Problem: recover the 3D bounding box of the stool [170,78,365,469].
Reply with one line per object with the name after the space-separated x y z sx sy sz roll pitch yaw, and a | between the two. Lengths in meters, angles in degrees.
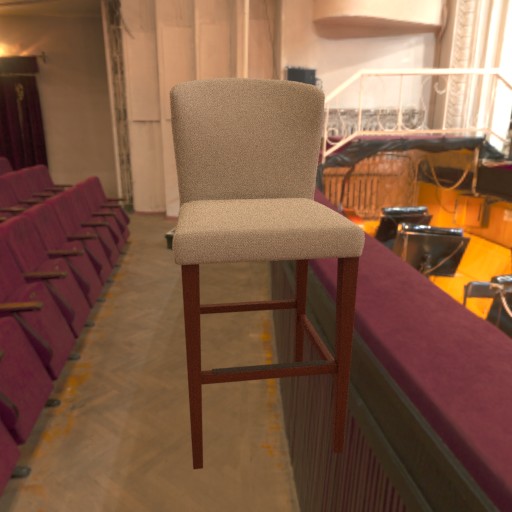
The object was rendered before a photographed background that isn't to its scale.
0.000 0.000 1.357 0.481 1.069 0.568 -2 16 -9 | stool
